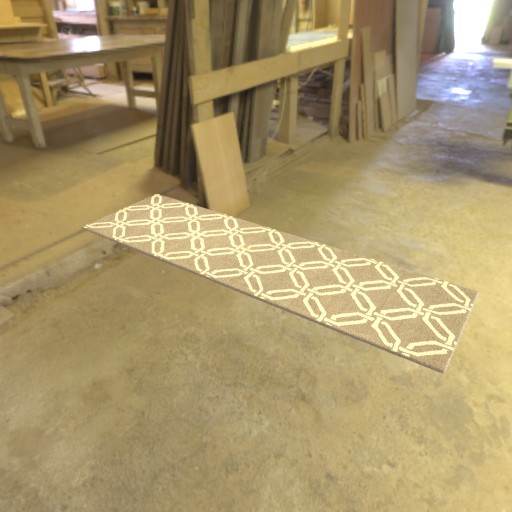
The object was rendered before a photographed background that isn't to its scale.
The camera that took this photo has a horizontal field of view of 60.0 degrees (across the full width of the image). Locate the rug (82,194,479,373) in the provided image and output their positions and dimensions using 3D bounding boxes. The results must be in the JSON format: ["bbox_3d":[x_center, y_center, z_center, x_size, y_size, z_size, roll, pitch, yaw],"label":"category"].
[{"bbox_3d":[0.000,0.000,2.555,2.276,0.014,0.678,19,35,29],"label":"rug"}]
